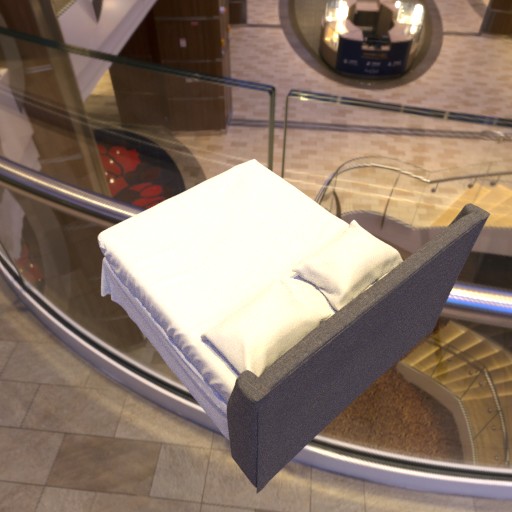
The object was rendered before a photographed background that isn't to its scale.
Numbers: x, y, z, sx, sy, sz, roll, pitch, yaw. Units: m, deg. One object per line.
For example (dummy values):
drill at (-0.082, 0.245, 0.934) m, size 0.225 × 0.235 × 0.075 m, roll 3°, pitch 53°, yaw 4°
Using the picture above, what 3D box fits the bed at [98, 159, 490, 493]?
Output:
bed at (0.000, 0.000, 3.363) m, size 1.925 × 1.332 × 2.276 m, roll -31°, pitch 54°, yaw -26°
